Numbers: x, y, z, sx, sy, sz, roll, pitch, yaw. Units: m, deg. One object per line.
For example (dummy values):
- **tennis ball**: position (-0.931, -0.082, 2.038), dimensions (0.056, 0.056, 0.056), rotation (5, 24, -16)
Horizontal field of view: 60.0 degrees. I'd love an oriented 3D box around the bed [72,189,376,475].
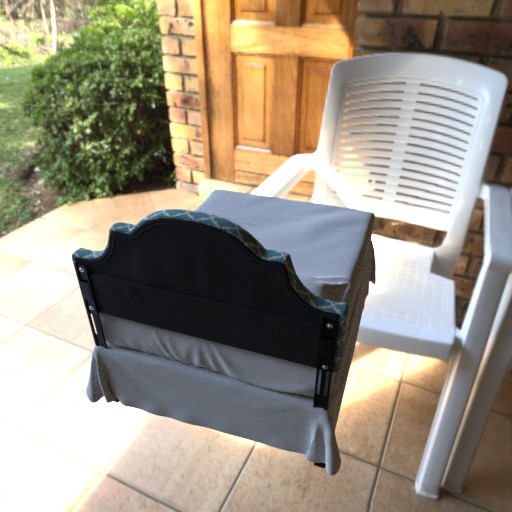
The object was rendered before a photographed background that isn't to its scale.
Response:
- **bed**: position (0.000, 0.000, 3.319), dimensions (1.780, 1.633, 2.222), rotation (11, 34, 16)
